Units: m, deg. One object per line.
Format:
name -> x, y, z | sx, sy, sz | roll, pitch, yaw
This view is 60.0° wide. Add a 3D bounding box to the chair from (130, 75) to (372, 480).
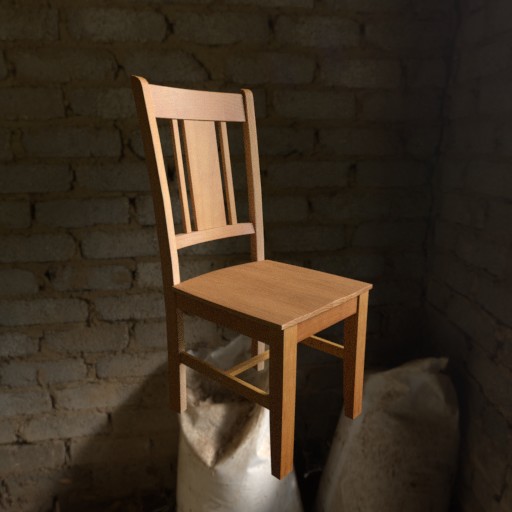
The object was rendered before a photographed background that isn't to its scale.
chair -> 0.000, 0.000, 1.306 | 0.556, 0.998, 0.450 | 13, 19, 42
